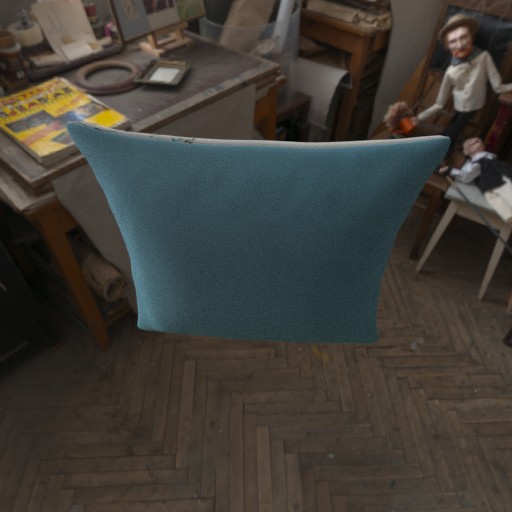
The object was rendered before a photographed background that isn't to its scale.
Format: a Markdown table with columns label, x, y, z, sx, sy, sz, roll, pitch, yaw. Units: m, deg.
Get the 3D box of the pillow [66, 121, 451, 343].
| label | x | y | z | sx | sy | sz | roll | pitch | yaw |
| --- | --- | --- | --- | --- | --- | --- | --- | --- | --- |
| pillow | 0.000 | 0.000 | 0.785 | 0.526 | 0.507 | 0.166 | 3 | 47 | 3 |
